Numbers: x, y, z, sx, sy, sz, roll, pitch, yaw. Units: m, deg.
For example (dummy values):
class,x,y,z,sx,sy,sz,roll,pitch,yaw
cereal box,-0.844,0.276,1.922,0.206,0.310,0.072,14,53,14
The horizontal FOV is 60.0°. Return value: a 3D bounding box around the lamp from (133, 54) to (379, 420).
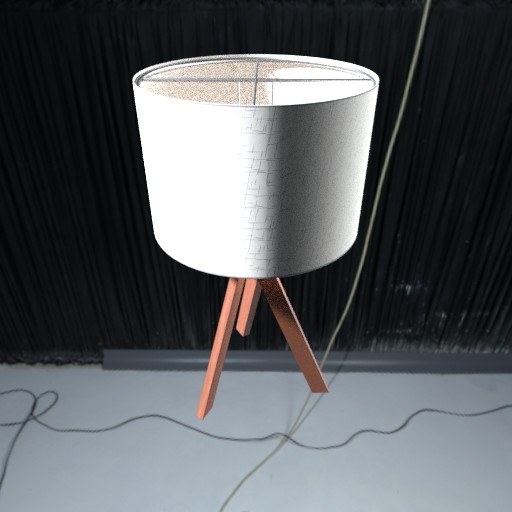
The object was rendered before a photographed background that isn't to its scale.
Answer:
class,x,y,z,sx,sy,sz,roll,pitch,yaw
lamp,0.000,0.000,0.887,0.380,0.686,0.380,1,33,1
